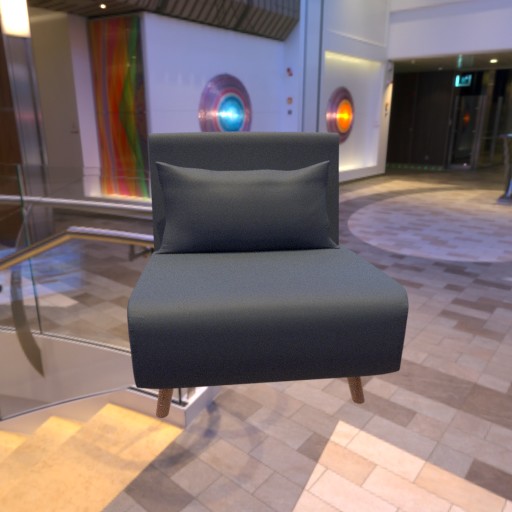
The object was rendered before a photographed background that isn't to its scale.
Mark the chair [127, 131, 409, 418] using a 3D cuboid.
[{"bbox_3d":[0.000,0.000,1.527,0.770,0.808,0.900,-2,17,-6],"label":"chair"}]
